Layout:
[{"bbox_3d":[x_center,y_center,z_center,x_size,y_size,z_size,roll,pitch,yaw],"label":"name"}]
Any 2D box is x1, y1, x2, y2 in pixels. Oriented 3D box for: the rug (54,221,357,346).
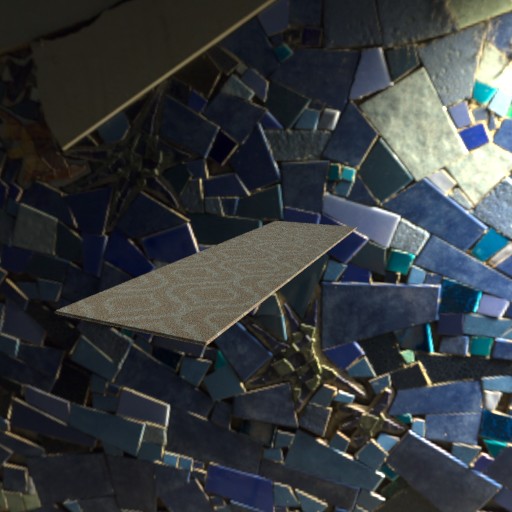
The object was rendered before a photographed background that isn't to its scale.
[{"bbox_3d":[0.000,0.000,2.603,0.691,0.013,2.289,6,16,24],"label":"rug"}]
